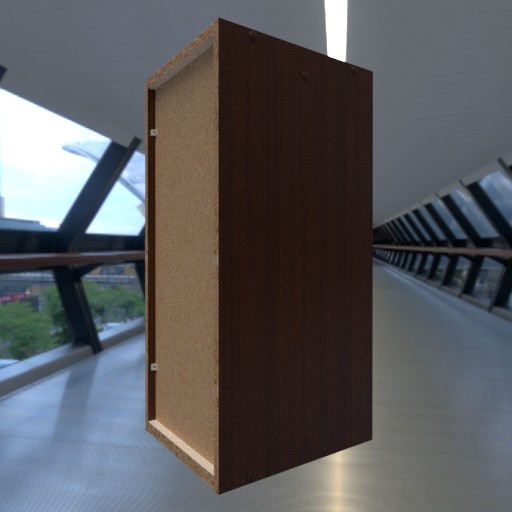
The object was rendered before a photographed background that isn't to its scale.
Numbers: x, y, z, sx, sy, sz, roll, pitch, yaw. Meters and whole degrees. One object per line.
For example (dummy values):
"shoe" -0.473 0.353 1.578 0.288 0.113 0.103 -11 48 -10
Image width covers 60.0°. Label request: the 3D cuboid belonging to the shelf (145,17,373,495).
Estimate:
"shelf" 0.000 0.000 0.742 0.290 0.600 0.253 0 0 -35
